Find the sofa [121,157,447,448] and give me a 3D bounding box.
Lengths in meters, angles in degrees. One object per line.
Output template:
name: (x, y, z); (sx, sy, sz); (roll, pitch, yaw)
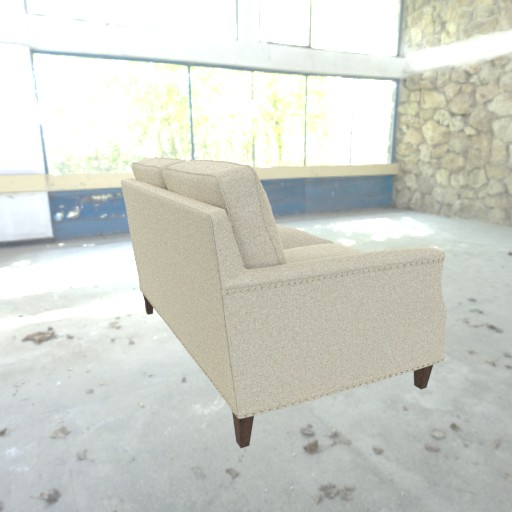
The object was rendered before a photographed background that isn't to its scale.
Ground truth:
sofa: (0.000, 0.000, 2.299); (1.084, 1.003, 1.597); (-7, 16, -26)
